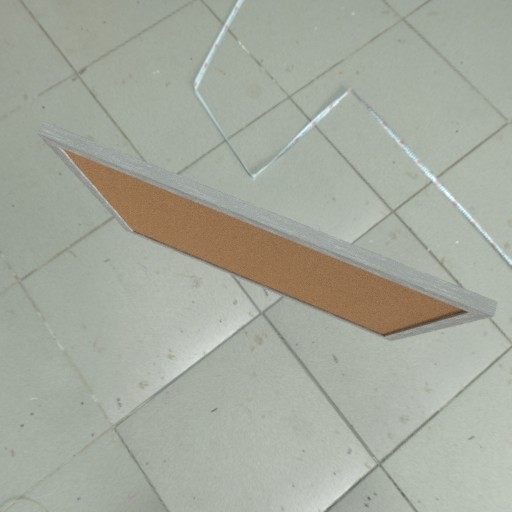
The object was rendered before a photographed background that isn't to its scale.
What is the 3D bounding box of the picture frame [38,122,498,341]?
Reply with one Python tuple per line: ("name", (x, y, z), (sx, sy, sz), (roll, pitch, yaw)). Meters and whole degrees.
("picture frame", (0.000, 0.000, 1.164), (0.950, 0.640, 0.029), (22, 76, 6))
